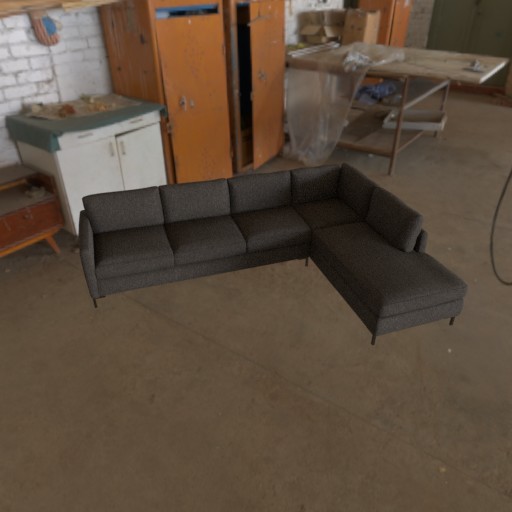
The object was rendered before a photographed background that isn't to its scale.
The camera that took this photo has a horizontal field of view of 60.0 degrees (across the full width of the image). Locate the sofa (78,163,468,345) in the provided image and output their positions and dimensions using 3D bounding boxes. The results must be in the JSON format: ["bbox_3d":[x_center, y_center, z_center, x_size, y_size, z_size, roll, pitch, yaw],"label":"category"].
[{"bbox_3d":[0.000,0.000,3.926,2.949,0.815,2.007,-10,34,-15],"label":"sofa"}]
